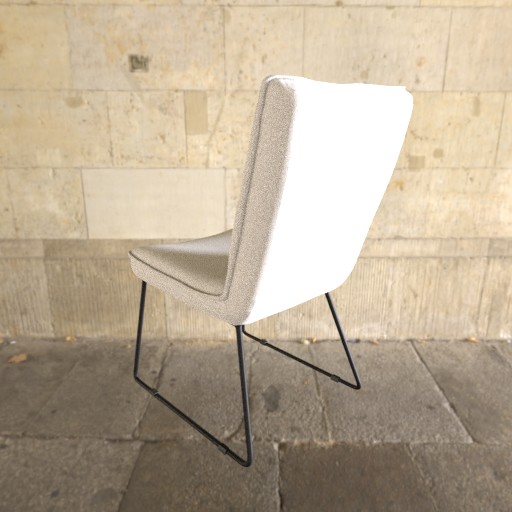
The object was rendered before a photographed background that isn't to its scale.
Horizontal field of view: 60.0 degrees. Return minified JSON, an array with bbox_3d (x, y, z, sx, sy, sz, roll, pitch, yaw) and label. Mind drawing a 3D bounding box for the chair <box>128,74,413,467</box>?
[{"bbox_3d":[0.000,0.000,1.311,0.515,0.930,0.688,-15,23,-41],"label":"chair"}]
